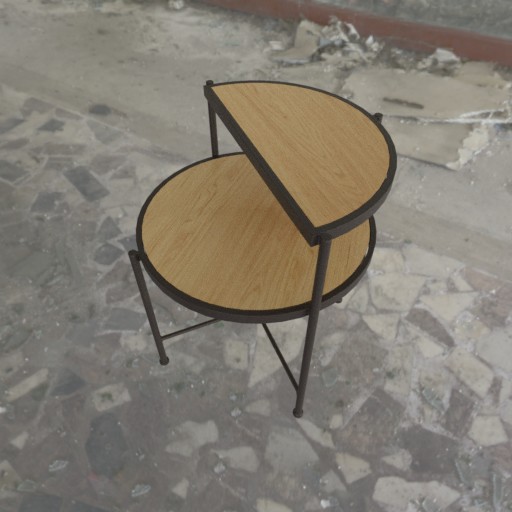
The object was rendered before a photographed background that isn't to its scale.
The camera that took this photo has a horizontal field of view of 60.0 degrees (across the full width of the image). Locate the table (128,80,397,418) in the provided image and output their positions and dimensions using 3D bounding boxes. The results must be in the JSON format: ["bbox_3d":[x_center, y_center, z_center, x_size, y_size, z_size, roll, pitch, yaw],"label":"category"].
[{"bbox_3d":[0.000,0.000,1.168,0.628,0.684,0.629,-17,49,-15],"label":"table"}]
